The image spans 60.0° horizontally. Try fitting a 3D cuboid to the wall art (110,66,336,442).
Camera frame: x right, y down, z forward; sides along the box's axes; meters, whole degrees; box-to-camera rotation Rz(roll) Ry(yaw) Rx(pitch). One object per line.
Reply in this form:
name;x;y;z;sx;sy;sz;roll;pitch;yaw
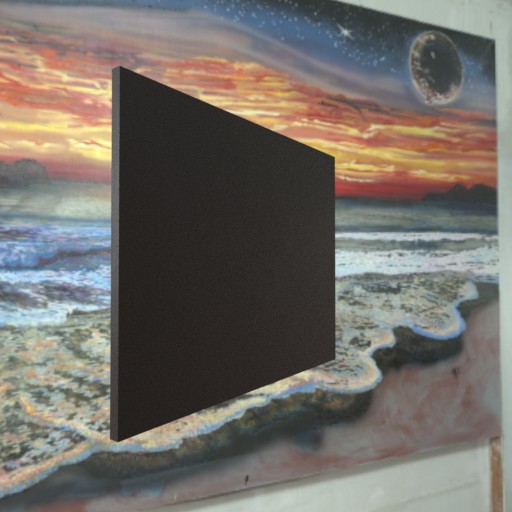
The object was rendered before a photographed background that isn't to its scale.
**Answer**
wall art;0.000;0.000;1.614;0.034;0.952;1.207;-1;-1;37
